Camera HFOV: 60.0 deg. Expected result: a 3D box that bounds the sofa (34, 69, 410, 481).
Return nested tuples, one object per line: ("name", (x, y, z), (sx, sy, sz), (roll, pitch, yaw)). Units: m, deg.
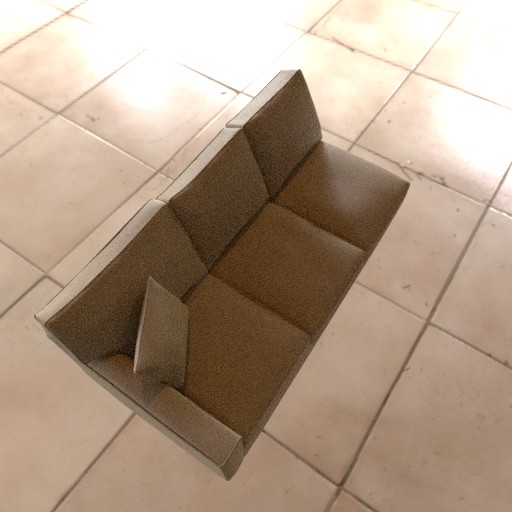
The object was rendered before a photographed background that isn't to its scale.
("sofa", (0.000, 0.000, 2.436), (1.034, 0.946, 1.962), (29, 63, 17))
